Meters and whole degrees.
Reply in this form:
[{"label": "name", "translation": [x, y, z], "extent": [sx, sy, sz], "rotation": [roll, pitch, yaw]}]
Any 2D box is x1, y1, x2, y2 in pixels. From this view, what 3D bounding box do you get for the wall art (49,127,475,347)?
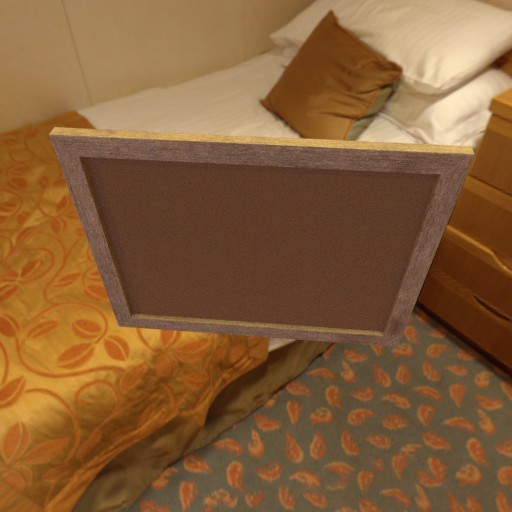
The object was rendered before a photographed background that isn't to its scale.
[{"label": "wall art", "translation": [0.000, 0.000, 0.913], "extent": [0.690, 0.535, 0.026], "rotation": [4, 45, 4]}]
